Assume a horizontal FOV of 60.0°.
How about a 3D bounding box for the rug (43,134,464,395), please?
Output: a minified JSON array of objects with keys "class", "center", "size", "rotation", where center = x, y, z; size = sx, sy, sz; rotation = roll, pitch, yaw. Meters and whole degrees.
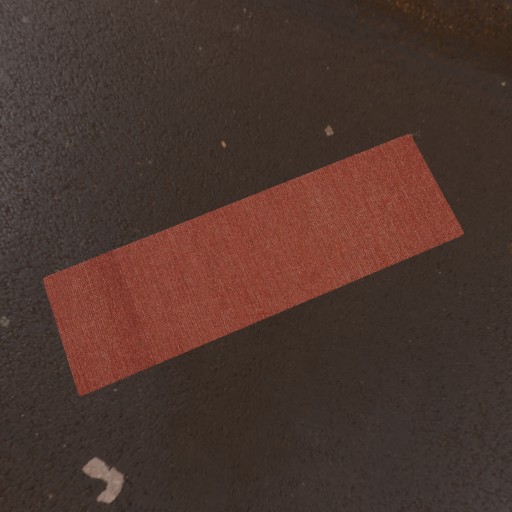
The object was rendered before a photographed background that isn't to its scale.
[{"class":"rug","center":[0.000,0.000,2.513],"size":[2.307,0.012,0.687],"rotation":[-22,78,-5]}]
